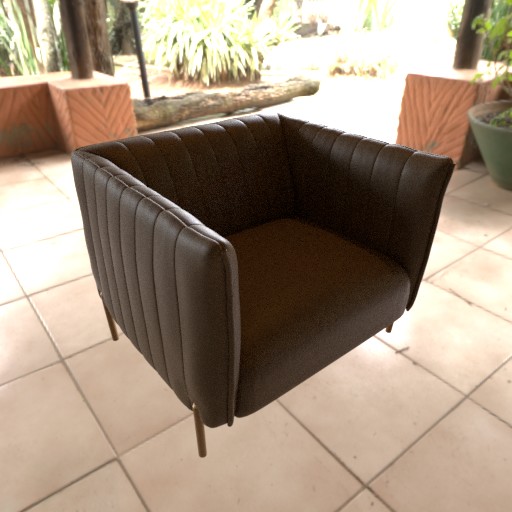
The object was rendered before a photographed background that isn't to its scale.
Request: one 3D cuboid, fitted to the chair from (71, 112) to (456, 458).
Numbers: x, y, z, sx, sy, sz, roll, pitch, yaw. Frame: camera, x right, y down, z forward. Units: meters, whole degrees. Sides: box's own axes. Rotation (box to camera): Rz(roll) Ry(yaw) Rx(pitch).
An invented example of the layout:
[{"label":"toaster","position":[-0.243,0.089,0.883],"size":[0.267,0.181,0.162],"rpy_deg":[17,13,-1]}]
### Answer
[{"label":"chair","position":[0.000,0.000,1.601],"size":[0.981,0.779,0.876],"rpy_deg":[-22,37,-33]}]
